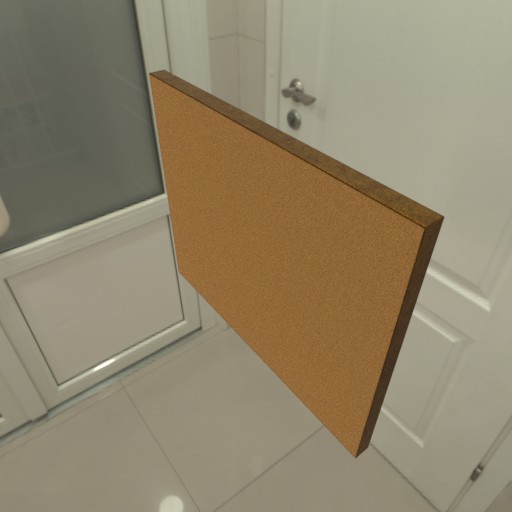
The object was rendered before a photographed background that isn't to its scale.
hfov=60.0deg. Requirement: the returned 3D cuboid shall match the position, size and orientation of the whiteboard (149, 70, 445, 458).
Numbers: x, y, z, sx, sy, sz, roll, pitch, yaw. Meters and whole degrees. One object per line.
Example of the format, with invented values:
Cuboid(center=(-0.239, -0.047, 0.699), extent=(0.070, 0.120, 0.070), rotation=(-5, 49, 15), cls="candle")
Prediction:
Cuboid(center=(0.000, 0.000, 0.739), extent=(0.029, 0.457, 0.561), rotation=(-26, 47, -28), cls="whiteboard")
